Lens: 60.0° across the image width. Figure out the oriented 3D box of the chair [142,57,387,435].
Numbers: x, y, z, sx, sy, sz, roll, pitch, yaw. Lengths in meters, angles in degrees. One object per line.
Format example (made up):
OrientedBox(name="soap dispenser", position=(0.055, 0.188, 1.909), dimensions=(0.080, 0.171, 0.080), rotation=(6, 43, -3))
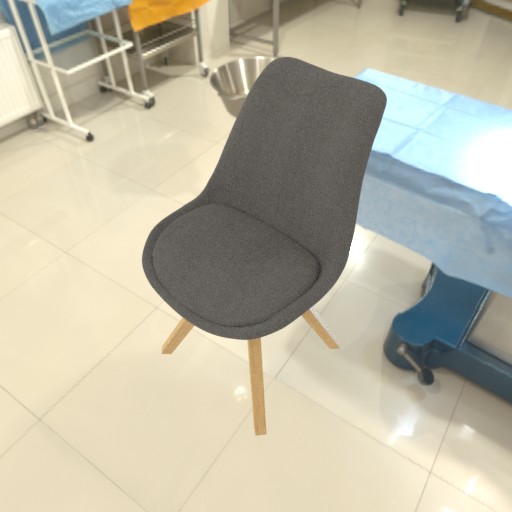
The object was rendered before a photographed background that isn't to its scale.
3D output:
OrientedBox(name="chair", position=(0.000, 0.000, 1.197), dimensions=(0.485, 0.850, 0.550), rotation=(32, 54, 27))
